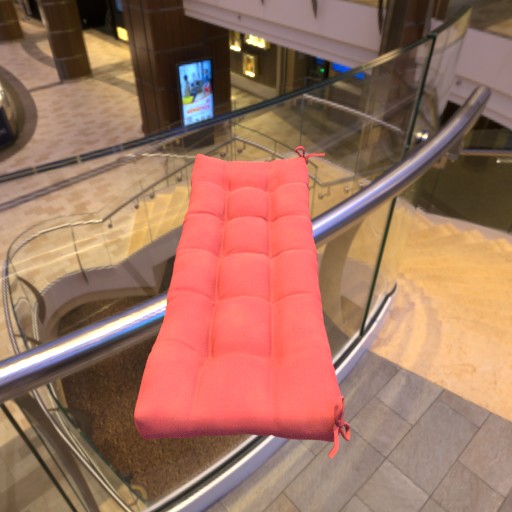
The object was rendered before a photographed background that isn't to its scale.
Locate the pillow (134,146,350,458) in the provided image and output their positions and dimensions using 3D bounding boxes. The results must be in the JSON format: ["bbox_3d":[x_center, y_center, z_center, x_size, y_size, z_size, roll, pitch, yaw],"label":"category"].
[{"bbox_3d":[0.000,0.000,1.339,0.511,0.174,1.194,1,41,1],"label":"pillow"}]
